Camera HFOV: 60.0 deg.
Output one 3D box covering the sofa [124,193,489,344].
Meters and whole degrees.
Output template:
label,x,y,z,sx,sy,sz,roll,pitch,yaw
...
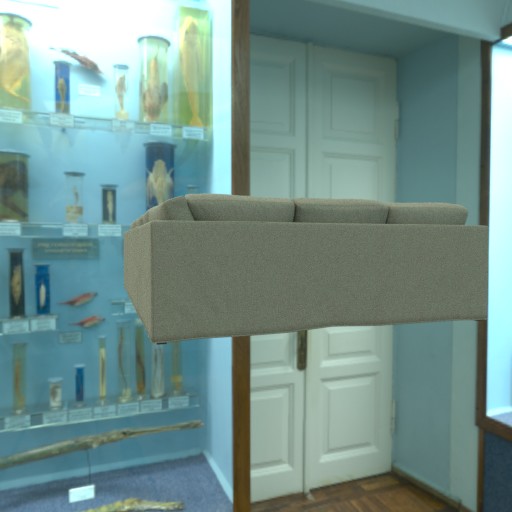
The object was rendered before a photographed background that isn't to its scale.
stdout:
label,x,y,z,sx,sy,sz,roll,pitch,yaw
sofa,0.000,0.000,4.468,2.427,0.882,3.460,-1,2,-19
